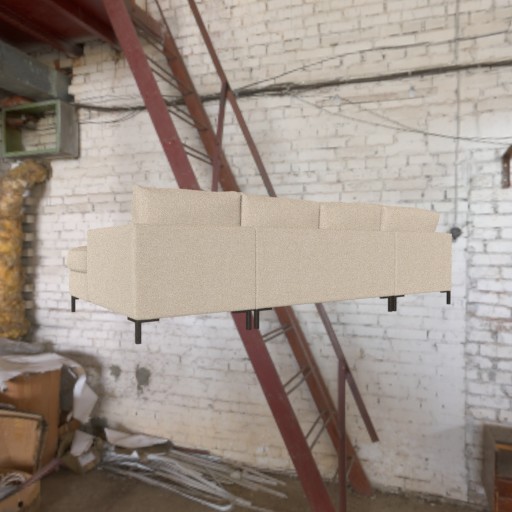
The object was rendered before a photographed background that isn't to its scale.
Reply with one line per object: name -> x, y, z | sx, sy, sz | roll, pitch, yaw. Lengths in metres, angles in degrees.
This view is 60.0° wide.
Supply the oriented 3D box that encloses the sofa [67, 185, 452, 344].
sofa -> 0.000, 0.000, 3.906 | 2.984, 0.862, 1.989 | -1, 1, -35
